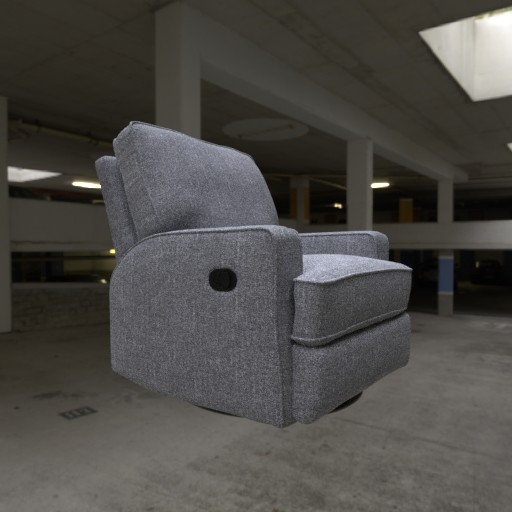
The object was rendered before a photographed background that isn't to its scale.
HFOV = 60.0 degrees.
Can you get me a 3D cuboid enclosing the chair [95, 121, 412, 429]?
[{"bbox_3d":[0.000,0.000,1.676,0.964,0.962,0.861,1,2,36],"label":"chair"}]
